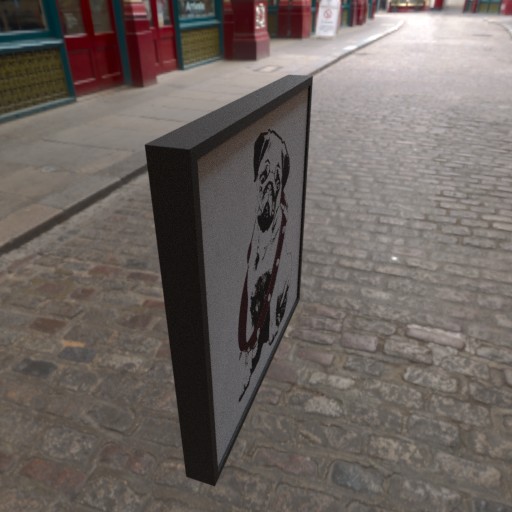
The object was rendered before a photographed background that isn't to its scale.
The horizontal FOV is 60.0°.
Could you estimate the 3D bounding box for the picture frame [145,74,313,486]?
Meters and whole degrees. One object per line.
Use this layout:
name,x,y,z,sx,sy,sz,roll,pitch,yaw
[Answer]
picture frame,0.000,0.000,0.468,0.030,0.317,0.317,10,31,17
